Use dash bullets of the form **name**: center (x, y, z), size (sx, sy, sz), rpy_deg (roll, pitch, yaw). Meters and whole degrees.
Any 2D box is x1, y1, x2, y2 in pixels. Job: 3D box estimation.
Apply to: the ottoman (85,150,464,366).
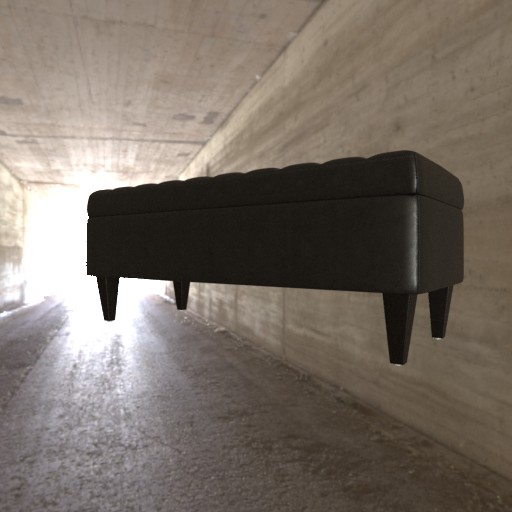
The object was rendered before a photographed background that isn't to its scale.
- **ottoman**: center (0.000, 0.000, 1.417), size (1.151, 0.469, 0.482), rpy_deg (0, 1, 36)
